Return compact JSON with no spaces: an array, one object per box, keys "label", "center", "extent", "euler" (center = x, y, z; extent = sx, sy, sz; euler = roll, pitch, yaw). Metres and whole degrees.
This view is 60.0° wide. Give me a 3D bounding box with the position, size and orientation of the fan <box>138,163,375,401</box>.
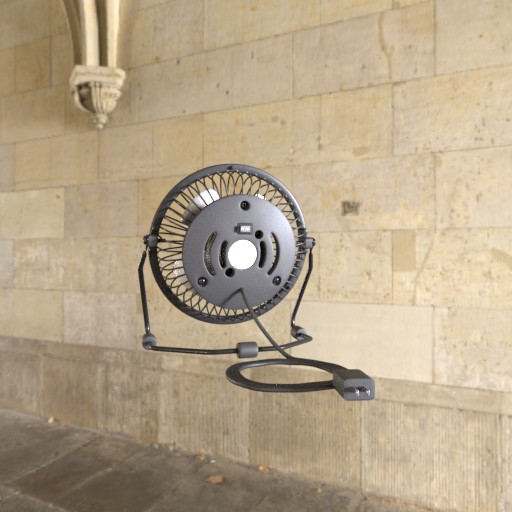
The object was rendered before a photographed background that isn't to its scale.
[{"label":"fan","center":[0.000,0.000,0.311],"extent":[0.153,0.152,0.202],"euler":[0,-1,-18]}]
